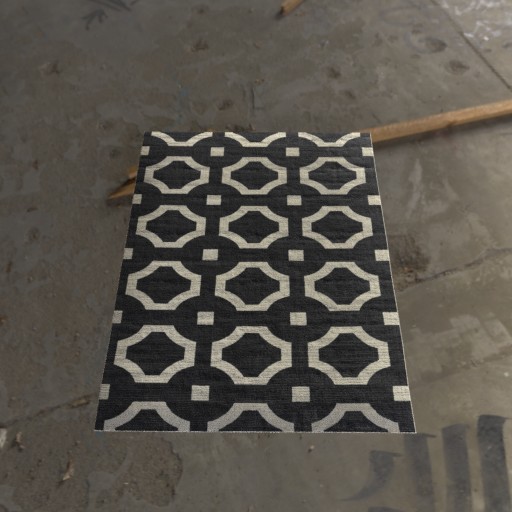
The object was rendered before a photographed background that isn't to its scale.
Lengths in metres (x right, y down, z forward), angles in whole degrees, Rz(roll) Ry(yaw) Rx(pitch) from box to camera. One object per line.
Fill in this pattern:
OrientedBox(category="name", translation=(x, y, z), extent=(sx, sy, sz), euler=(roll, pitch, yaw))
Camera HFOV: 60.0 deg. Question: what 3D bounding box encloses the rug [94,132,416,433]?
OrientedBox(category="rug", translation=(0.000, 0.000, 4.097), extent=(2.466, 0.021, 3.049), euler=(0, 62, 0))
